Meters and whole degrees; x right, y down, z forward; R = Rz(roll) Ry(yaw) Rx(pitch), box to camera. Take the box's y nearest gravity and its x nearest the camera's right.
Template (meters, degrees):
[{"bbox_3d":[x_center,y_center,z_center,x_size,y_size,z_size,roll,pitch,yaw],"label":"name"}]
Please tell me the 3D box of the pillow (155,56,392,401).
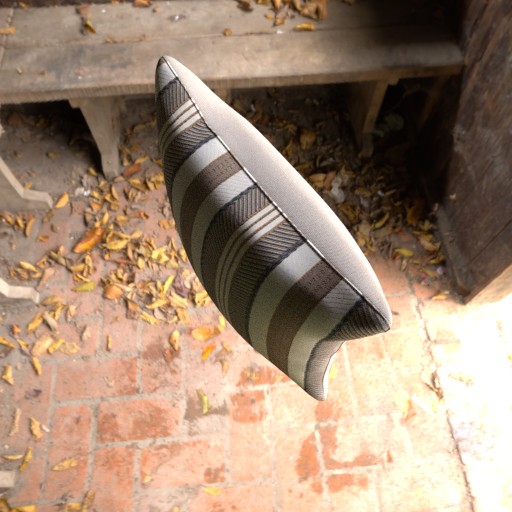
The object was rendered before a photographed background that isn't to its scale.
[{"bbox_3d":[0.000,0.000,0.637,0.173,0.401,0.416,-31,67,-15],"label":"pillow"}]
